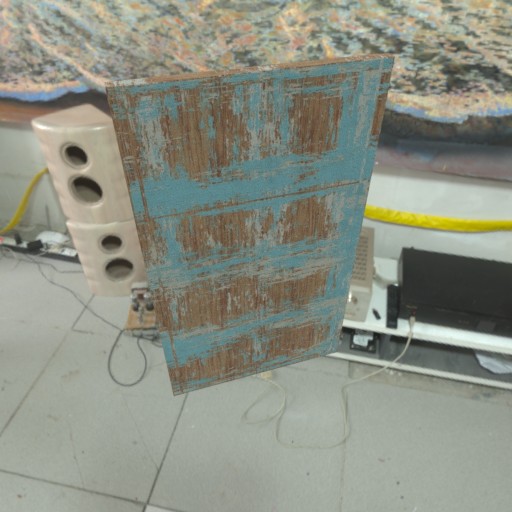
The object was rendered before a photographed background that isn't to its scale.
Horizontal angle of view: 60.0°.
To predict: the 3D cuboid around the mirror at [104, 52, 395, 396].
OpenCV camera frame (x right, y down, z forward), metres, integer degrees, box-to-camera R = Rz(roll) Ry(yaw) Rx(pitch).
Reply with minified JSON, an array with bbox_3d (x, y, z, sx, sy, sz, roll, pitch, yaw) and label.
[{"bbox_3d":[0.000,0.000,1.462,0.707,1.213,0.083,-12,42,-13],"label":"mirror"}]
